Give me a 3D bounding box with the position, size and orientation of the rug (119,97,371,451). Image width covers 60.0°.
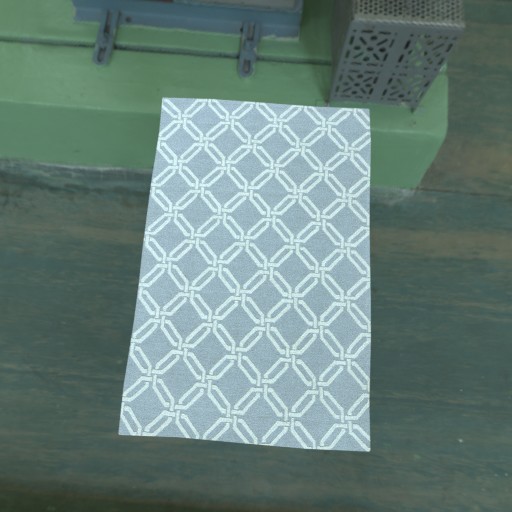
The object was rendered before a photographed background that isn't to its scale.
[{"bbox_3d":[0.000,0.000,2.214,1.148,0.010,1.754,3,75,1],"label":"rug"}]
